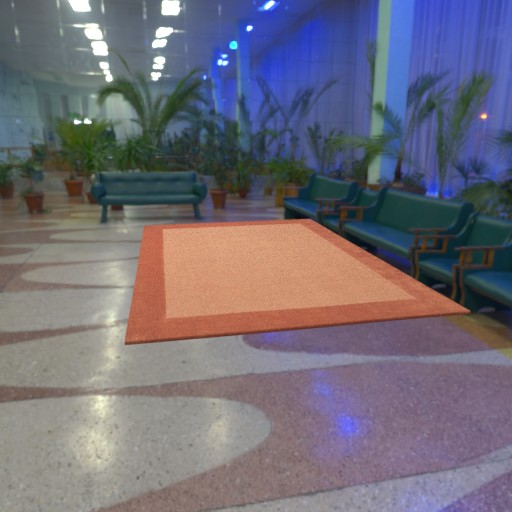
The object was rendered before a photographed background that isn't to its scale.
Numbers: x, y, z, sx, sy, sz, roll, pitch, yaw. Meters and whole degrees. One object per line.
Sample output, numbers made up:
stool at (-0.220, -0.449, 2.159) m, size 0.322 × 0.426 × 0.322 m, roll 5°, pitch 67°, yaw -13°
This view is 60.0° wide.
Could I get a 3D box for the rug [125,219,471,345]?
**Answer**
rug at (0.000, 0.000, 2.359) m, size 1.219 × 0.014 × 1.829 m, roll -3°, pitch 16°, yaw -11°
